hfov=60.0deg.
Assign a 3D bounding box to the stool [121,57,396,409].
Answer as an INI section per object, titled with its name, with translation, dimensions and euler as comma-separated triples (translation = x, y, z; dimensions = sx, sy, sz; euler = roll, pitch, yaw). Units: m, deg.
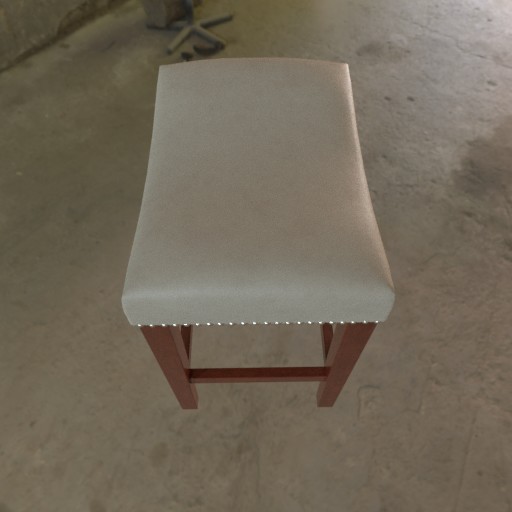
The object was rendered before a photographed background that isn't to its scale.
[stool]
translation = 0.000, 0.000, 0.948
dimensions = 0.375, 0.632, 0.509
euler = -1, 58, 0
